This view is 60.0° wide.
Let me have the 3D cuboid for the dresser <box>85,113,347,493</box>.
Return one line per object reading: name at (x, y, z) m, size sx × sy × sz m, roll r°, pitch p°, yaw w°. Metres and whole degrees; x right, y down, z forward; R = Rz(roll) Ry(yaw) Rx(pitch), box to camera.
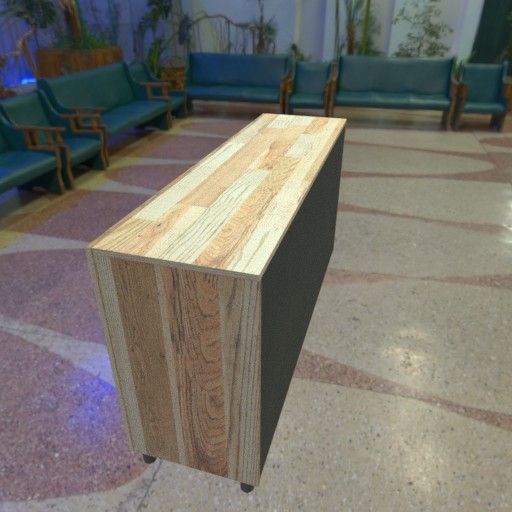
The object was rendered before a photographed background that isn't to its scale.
dresser at (0.000, 0.000, 1.872) m, size 0.487 × 0.834 × 1.547 m, roll 9°, pitch 31°, yaw 15°
